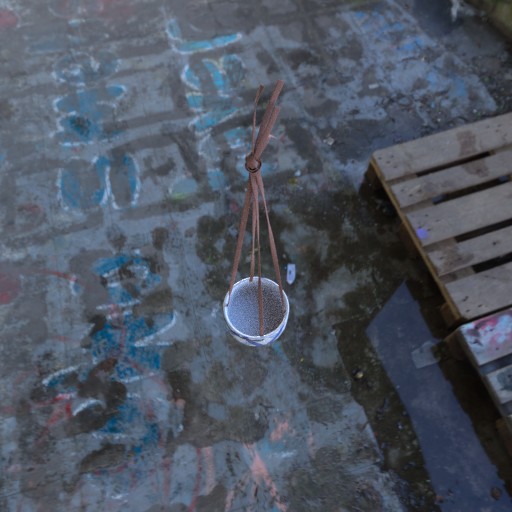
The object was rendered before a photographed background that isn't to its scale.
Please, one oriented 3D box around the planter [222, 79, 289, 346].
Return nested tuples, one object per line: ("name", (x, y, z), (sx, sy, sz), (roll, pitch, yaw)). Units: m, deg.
("planter", (0.000, 0.000, 0.831), (0.166, 0.751, 0.166), (-15, 65, -7))
